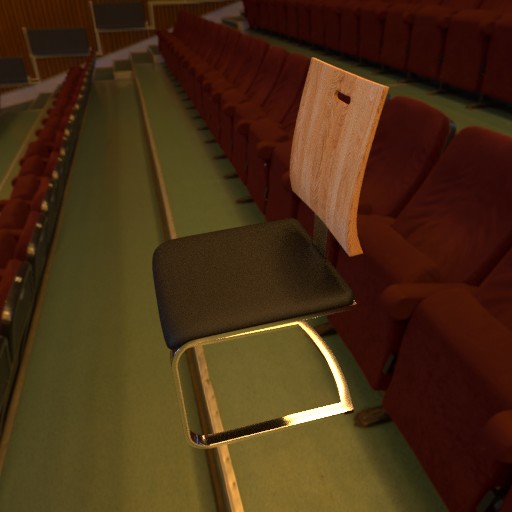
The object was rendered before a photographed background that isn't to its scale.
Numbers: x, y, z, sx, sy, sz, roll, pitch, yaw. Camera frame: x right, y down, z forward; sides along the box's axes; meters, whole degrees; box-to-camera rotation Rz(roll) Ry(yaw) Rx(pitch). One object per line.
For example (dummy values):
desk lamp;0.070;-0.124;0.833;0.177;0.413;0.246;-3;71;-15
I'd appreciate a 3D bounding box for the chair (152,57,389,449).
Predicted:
chair;0.000;0.000;1.216;0.560;0.936;0.462;-9;33;-13
